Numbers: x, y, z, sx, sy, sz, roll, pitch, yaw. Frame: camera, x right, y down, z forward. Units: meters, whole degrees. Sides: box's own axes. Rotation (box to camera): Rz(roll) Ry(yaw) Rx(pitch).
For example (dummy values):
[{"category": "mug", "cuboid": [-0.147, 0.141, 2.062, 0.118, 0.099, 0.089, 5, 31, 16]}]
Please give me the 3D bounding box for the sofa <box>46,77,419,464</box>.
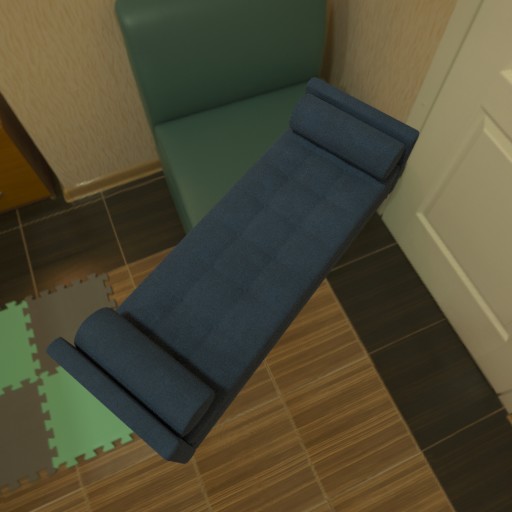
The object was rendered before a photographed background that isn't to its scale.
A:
[{"category": "sofa", "cuboid": [0.000, 0.000, 2.336, 0.686, 0.635, 1.981, 34, 68, 16]}]
